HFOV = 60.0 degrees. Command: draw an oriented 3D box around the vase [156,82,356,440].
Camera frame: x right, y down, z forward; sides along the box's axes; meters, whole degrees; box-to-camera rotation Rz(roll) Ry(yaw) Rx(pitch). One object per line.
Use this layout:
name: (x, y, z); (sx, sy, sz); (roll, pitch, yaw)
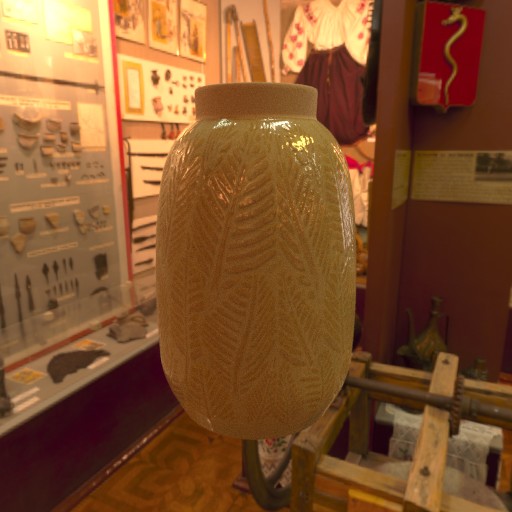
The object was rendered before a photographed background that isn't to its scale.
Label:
vase: (0.000, 0.000, 0.383); (0.172, 0.270, 0.172); (0, 14, 0)
